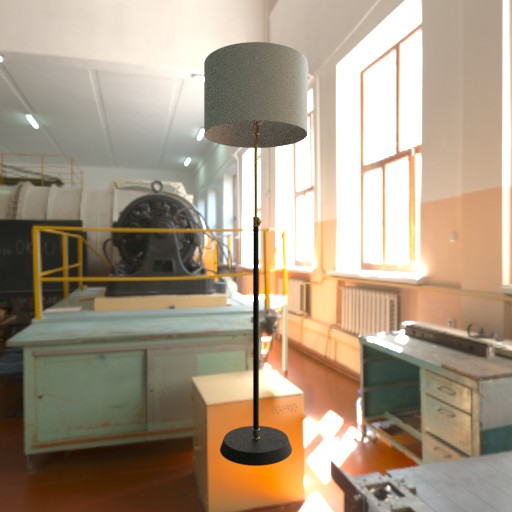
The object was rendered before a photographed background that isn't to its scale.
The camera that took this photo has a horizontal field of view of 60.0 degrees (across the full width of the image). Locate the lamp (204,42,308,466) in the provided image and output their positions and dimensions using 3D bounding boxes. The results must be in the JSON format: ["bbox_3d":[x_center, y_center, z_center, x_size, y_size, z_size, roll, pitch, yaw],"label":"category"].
[{"bbox_3d":[0.000,0.000,1.742,0.404,1.517,0.404,0,0,20],"label":"lamp"}]
